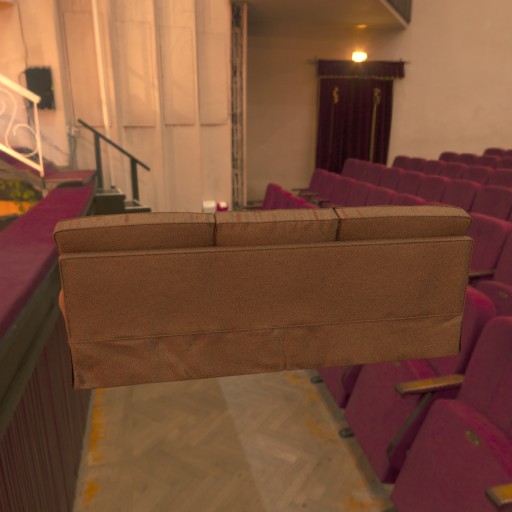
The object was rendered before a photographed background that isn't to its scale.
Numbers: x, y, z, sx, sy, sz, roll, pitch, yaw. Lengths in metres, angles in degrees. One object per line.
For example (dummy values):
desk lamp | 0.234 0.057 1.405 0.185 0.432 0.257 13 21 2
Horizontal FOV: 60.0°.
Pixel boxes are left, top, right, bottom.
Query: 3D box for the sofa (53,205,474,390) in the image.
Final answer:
sofa | 0.000 0.000 3.359 2.475 0.978 1.733 -3 17 -9
